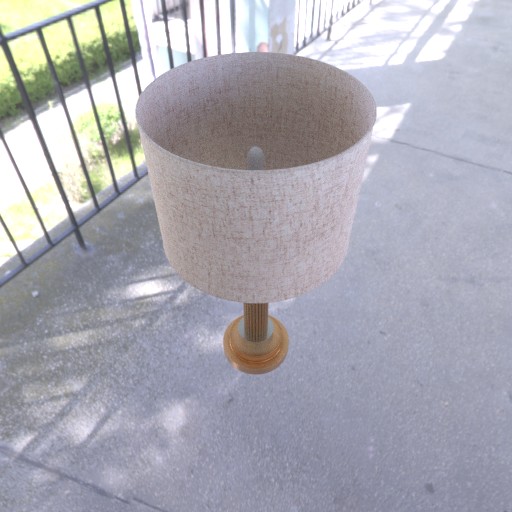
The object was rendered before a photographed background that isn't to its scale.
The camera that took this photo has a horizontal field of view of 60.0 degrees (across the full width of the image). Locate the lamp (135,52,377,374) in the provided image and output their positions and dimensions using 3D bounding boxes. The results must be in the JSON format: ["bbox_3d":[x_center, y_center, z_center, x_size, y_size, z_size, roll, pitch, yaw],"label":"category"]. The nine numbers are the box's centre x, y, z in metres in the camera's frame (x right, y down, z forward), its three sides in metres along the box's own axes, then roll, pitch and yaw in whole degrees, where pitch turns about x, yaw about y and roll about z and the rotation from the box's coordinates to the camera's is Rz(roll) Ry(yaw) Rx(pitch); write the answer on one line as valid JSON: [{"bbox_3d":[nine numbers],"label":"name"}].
[{"bbox_3d":[0.000,0.000,0.820,0.321,0.610,0.321,24,51,21],"label":"lamp"}]
